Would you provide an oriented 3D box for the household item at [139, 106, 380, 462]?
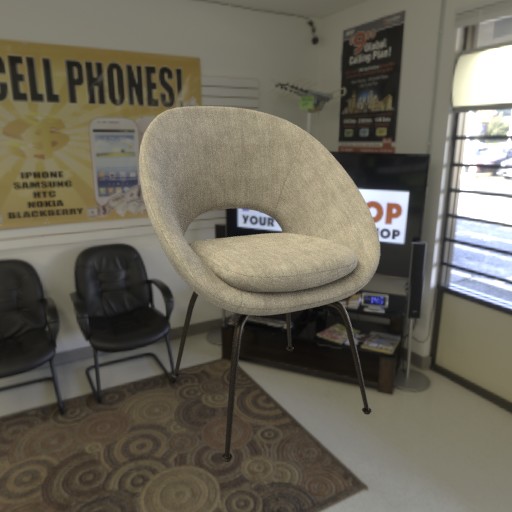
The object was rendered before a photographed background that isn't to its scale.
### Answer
[{"bbox_3d":[0.000,0.000,1.309,0.643,0.869,0.587,-7,16,-25],"label":"household item"}]
